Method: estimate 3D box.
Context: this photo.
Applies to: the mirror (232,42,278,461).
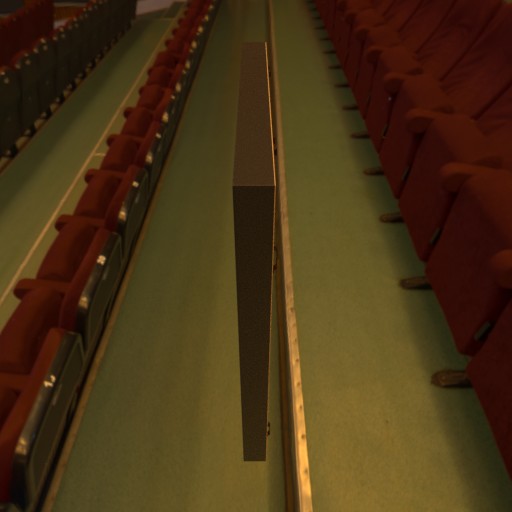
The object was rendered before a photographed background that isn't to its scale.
[{"bbox_3d":[0.000,0.000,0.686,0.041,0.508,0.405,0,41,0],"label":"mirror"}]
